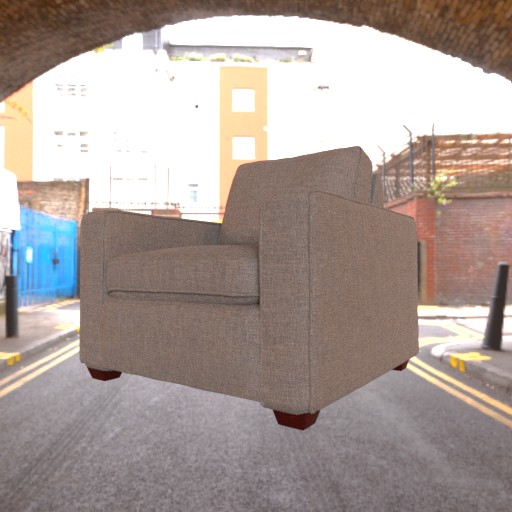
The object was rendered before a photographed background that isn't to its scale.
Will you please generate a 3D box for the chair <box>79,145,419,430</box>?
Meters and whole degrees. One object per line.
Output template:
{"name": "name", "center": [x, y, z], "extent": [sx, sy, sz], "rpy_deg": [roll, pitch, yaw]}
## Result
{"name": "chair", "center": [0.000, 0.000, 1.738], "extent": [1.016, 0.914, 0.940], "rpy_deg": [-1, -1, 36]}
